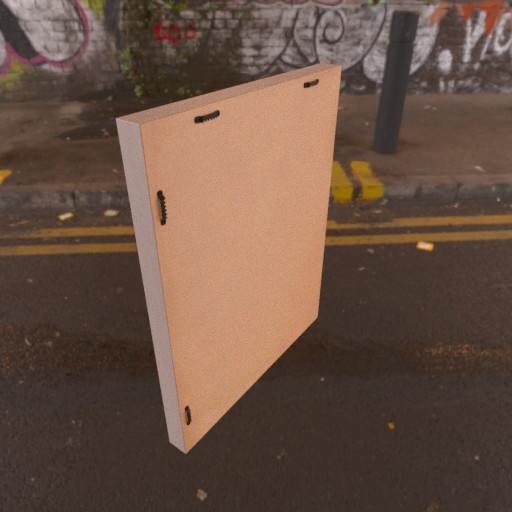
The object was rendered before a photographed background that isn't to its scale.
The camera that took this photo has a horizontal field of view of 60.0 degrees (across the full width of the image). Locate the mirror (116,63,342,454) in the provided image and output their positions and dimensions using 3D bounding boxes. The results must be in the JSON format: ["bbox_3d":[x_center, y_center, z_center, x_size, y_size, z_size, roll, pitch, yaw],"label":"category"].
[{"bbox_3d":[0.000,0.000,0.695,0.041,0.508,0.405,22,38,30],"label":"mirror"}]
